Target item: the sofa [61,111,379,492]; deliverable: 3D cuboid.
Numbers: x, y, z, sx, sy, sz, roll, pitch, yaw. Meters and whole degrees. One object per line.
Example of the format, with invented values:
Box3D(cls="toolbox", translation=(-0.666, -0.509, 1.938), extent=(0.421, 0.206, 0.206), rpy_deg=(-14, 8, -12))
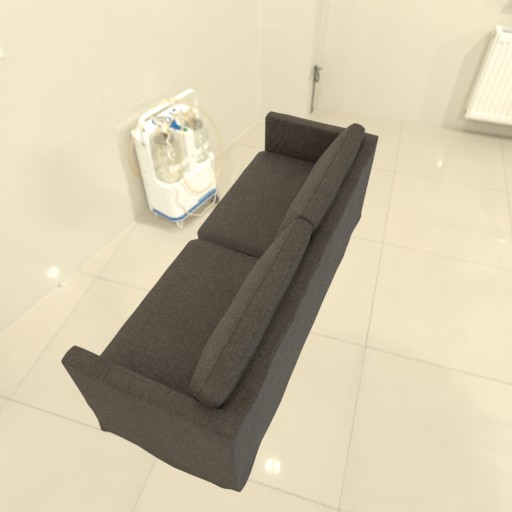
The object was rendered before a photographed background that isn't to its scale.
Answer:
Box3D(cls="sofa", translation=(0.000, 0.000, 3.219), extent=(1.036, 0.998, 2.779), rpy_deg=(18, 50, 16))
